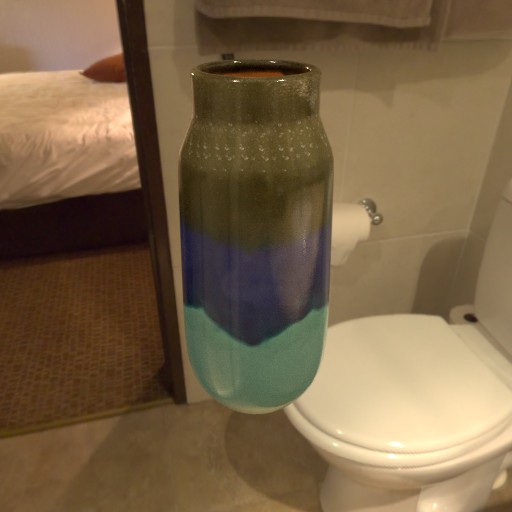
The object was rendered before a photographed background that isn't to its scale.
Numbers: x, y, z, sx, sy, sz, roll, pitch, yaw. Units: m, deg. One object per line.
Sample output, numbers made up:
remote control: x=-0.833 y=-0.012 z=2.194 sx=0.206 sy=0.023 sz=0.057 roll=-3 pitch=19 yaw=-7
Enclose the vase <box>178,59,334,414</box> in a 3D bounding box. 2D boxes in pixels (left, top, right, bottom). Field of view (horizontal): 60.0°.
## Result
vase: x=0.000 y=0.000 z=0.395 sx=0.139 sy=0.313 sz=0.139 roll=0 pitch=31 yaw=0
